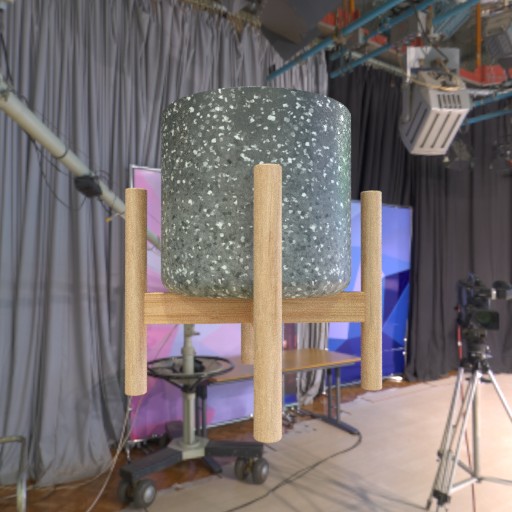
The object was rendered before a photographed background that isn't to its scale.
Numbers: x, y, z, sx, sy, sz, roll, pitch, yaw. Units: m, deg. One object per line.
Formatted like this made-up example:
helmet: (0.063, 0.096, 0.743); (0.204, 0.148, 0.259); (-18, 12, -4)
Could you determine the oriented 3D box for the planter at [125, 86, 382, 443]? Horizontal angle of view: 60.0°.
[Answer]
planter: (0.000, 0.000, 0.530); (0.284, 0.320, 0.284); (0, 0, 18)
